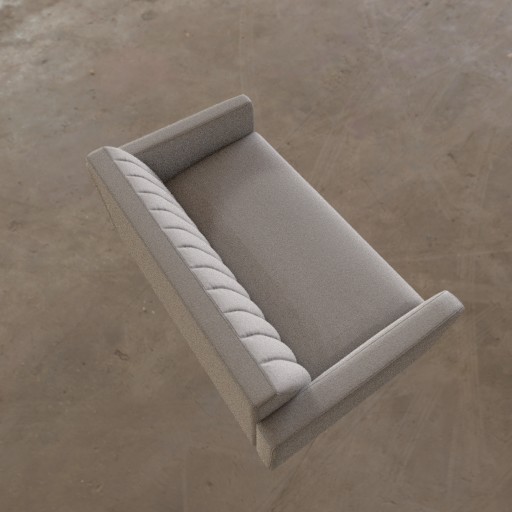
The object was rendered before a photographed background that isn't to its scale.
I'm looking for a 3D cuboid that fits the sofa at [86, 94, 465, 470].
[{"bbox_3d":[0.000,0.000,2.138,0.950,0.801,1.585,-30,63,-18],"label":"sofa"}]
